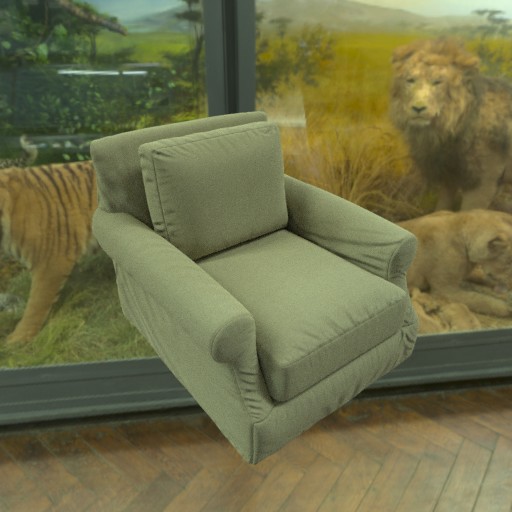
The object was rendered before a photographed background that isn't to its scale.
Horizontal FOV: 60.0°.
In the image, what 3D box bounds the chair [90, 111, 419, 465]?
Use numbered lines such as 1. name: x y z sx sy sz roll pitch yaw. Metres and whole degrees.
1. chair: 0.000 0.000 1.733 0.940 0.866 1.066 -21 37 -32
